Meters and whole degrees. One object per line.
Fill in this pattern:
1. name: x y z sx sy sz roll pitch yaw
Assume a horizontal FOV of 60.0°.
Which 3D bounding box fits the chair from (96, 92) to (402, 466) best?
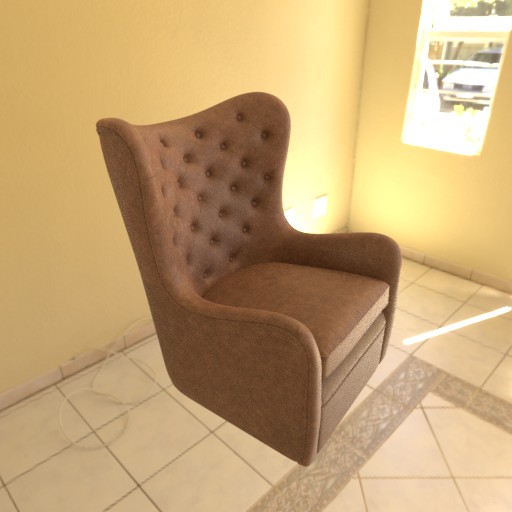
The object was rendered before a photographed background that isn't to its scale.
1. chair: 0.000 0.000 1.698 0.930 1.079 0.831 18 32 31
